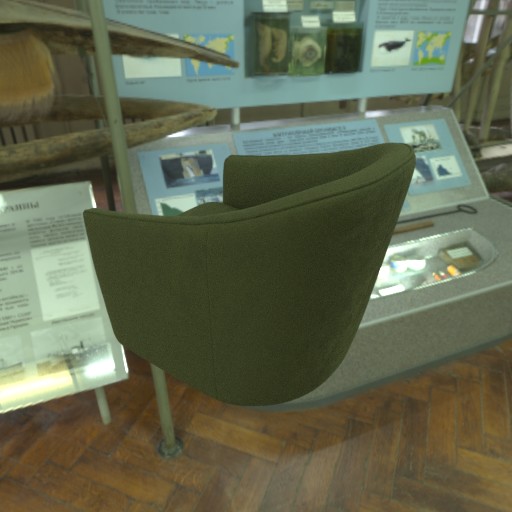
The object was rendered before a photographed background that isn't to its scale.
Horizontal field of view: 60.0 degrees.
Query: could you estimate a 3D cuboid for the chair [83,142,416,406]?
[{"bbox_3d":[0.000,0.000,1.467,0.875,0.799,0.747,20,35,31],"label":"chair"}]
